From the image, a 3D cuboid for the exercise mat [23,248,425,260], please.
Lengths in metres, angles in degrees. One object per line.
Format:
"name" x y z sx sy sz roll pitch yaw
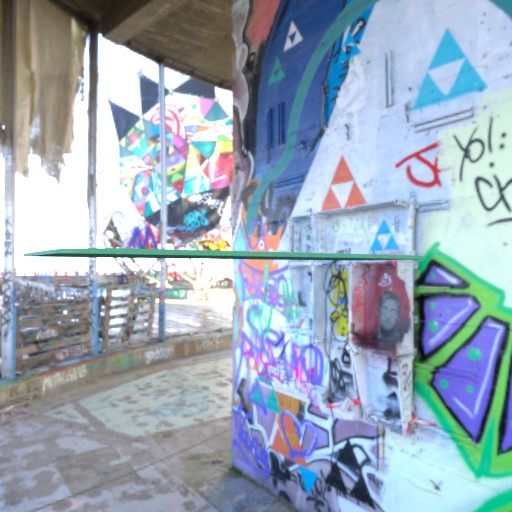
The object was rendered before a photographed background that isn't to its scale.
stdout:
"exercise mat" 0.000 0.000 2.067 1.869 0.021 0.616 1 -2 -36
